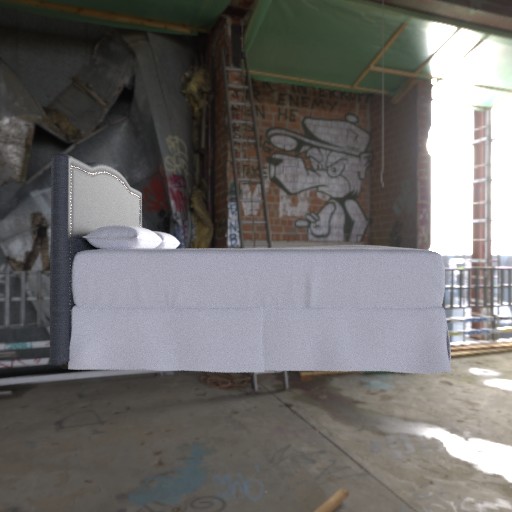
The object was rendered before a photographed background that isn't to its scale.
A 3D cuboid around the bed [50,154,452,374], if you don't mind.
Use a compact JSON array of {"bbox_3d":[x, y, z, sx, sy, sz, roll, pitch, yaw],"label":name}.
[{"bbox_3d":[0.000,0.000,3.555,2.507,1.441,1.747,0,0,1],"label":"bed"}]
